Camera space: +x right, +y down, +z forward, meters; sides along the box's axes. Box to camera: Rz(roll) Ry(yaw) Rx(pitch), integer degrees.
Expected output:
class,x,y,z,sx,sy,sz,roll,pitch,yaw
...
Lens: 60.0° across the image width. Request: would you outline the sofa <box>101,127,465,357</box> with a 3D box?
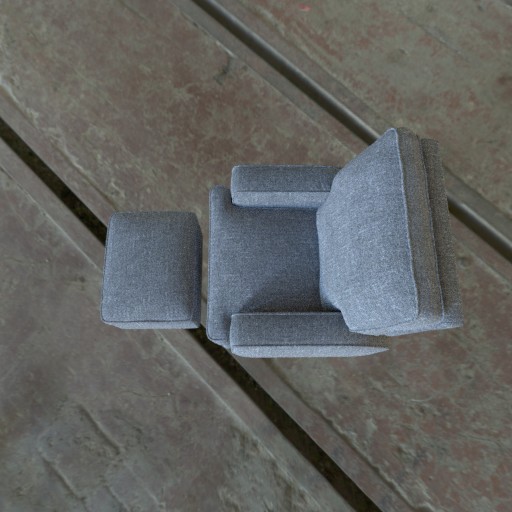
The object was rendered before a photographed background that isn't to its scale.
class,x,y,z,sx,sy,sz,roll,pitch,yaw
sofa,0.000,0.000,2.007,1.472,0.959,0.861,-1,73,0
